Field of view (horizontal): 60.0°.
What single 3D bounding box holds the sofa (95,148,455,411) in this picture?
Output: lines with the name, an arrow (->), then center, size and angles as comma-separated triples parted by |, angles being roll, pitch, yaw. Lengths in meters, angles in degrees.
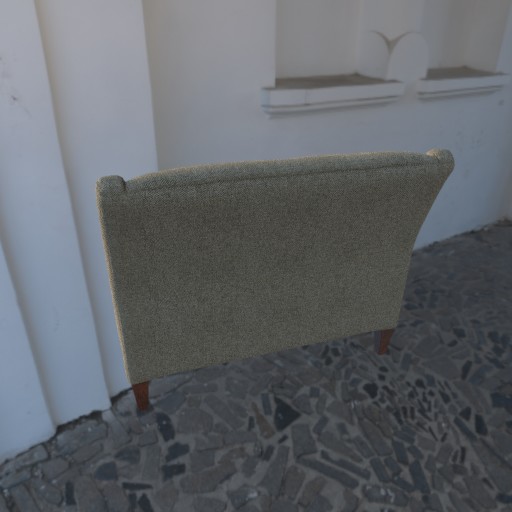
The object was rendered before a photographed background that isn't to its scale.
sofa -> 0.000, 0.000, 1.964 | 1.242, 1.021, 0.870 | -8, 27, -17
